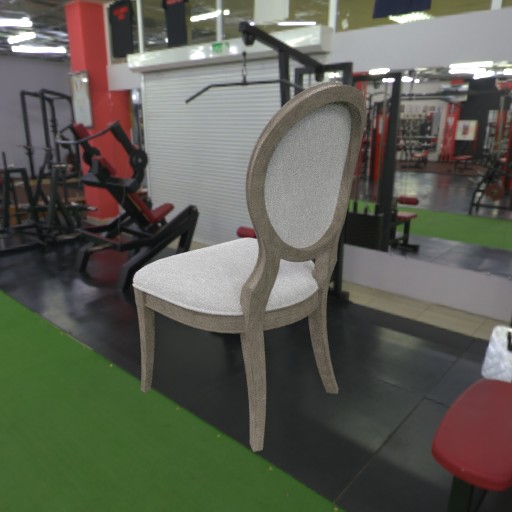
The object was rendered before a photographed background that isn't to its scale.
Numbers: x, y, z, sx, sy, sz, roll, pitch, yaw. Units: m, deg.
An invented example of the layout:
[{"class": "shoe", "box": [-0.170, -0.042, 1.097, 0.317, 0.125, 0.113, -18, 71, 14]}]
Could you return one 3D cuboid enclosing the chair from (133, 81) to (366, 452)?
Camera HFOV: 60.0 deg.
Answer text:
[{"class": "chair", "box": [0.000, 0.000, 1.389, 0.602, 0.990, 0.558, 16, 23, 42]}]
